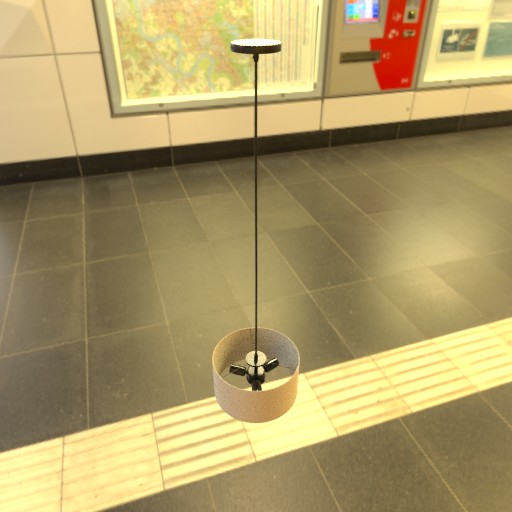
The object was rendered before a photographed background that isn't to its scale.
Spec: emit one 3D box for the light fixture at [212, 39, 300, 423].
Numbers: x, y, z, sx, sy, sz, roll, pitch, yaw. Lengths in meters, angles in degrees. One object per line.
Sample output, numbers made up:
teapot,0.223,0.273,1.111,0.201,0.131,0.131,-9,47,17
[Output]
light fixture,0.000,0.000,1.732,0.399,1.516,0.399,0,33,0
